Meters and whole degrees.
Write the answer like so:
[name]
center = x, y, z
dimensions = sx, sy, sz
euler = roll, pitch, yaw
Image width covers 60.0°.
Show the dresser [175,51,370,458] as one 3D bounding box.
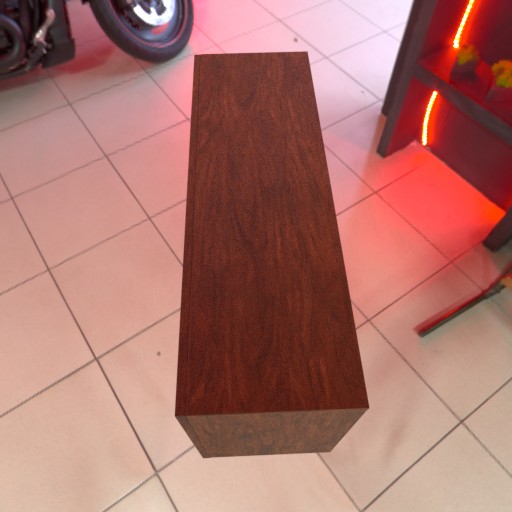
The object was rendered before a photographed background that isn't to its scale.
[dresser]
center = 0.000, 0.000, 1.857
dimensions = 0.500, 0.889, 1.472
euler = -2, 58, -1
